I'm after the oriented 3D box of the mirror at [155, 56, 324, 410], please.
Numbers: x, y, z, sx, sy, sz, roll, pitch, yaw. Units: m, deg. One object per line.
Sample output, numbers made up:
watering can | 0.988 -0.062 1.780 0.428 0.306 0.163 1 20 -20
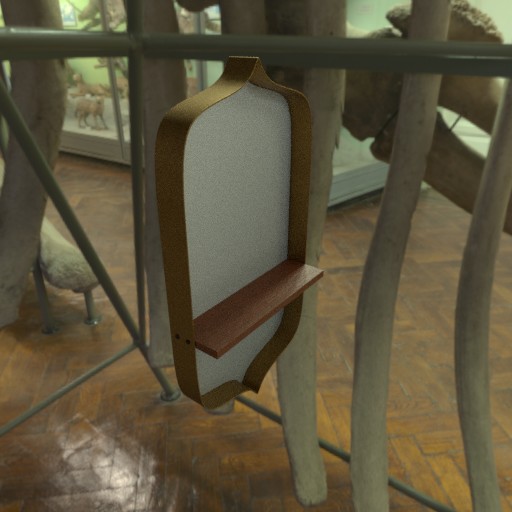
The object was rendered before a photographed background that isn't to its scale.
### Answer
mirror | 0.000 0.000 0.749 0.096 0.613 0.323 19 32 33
